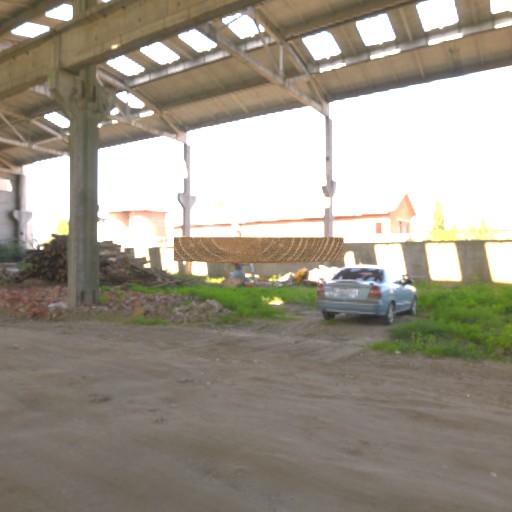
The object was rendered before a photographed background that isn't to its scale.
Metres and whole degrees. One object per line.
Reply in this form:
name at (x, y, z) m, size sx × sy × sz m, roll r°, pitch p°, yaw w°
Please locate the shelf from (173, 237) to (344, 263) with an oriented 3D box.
shelf at (0.000, 0.000, 0.667) m, size 0.140 × 0.020 × 0.610 m, roll 0°, pitch -1°, yaw 0°
